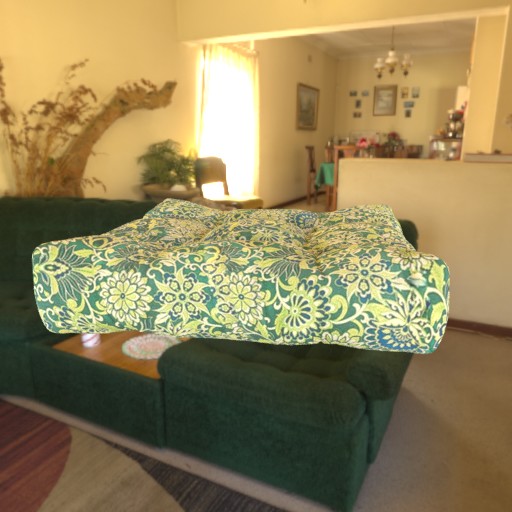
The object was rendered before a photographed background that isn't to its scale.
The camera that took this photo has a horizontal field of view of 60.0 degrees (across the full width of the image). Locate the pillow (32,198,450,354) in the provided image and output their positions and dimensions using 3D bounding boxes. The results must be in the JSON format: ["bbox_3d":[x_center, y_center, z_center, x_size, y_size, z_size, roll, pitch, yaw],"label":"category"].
[{"bbox_3d":[0.000,0.000,0.713,0.490,0.128,0.468,2,15,9],"label":"pillow"}]
